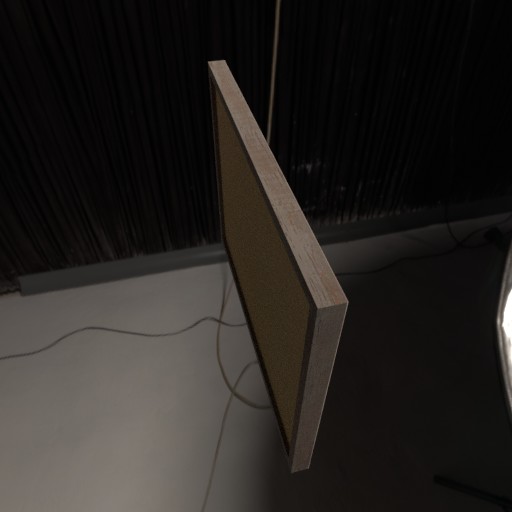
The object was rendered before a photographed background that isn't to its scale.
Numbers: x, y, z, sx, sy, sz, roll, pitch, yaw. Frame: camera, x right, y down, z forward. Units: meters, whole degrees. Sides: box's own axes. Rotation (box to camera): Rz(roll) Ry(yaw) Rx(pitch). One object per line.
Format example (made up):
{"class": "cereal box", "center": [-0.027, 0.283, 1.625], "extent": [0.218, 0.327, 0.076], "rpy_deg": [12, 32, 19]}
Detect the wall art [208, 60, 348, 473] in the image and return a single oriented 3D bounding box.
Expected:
{"class": "wall art", "center": [0.000, 0.000, 1.756], "extent": [0.070, 1.009, 1.320], "rpy_deg": [-11, 47, -10]}
